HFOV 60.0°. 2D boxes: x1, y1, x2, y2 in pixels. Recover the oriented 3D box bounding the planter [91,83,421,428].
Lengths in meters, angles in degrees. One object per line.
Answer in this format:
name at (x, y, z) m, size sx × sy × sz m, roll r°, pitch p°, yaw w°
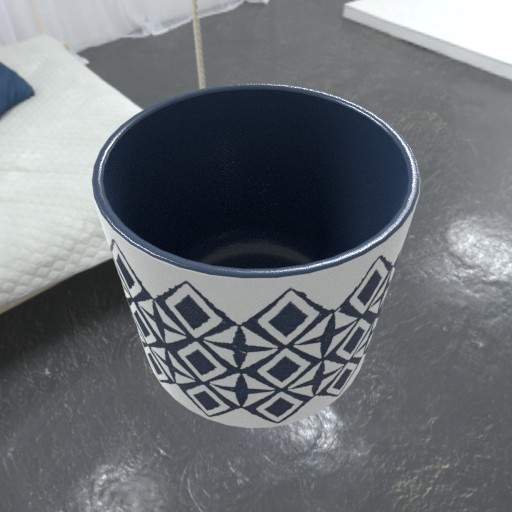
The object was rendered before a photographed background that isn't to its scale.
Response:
planter at (0.000, 0.000, 0.309) m, size 0.182 × 0.165 × 0.182 m, roll 0°, pitch 47°, yaw 0°
